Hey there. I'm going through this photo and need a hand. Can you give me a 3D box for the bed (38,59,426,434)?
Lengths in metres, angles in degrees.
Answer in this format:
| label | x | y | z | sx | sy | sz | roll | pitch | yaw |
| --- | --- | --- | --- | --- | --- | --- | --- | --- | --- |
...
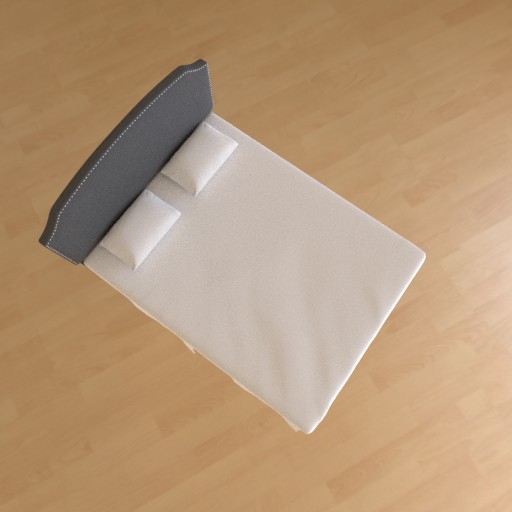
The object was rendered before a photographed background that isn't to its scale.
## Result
| label | x | y | z | sx | sy | sz | roll | pitch | yaw |
| --- | --- | --- | --- | --- | --- | --- | --- | --- | --- |
| bed | 0.000 | 0.000 | 2.972 | 1.999 | 1.270 | 1.558 | 35 | 78 | 9 |
